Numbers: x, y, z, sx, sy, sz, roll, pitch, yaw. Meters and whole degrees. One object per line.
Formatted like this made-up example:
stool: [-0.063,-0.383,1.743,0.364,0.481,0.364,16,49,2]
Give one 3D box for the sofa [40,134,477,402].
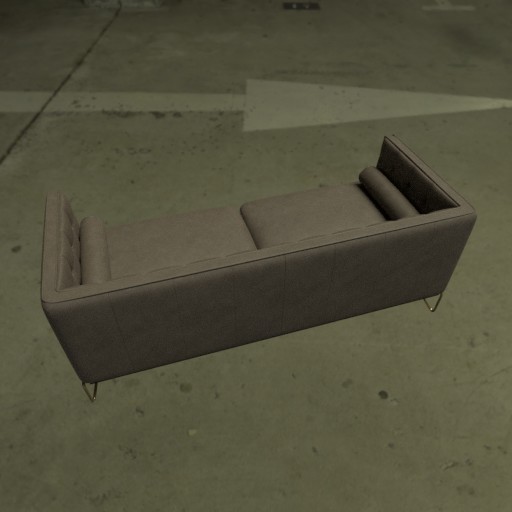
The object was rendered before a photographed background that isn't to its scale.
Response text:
sofa: [0.000,0.000,2.519,2.087,0.789,0.867,-12,45,-12]
